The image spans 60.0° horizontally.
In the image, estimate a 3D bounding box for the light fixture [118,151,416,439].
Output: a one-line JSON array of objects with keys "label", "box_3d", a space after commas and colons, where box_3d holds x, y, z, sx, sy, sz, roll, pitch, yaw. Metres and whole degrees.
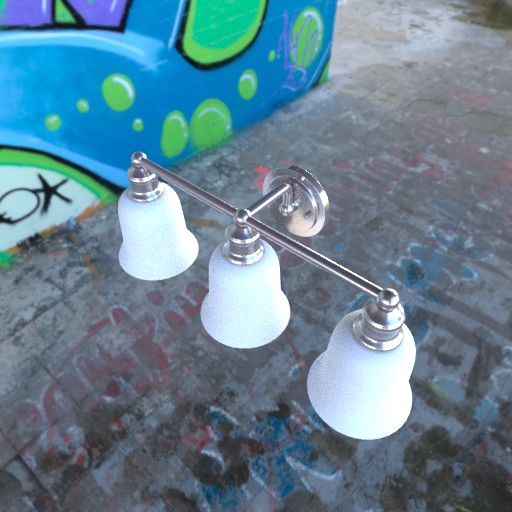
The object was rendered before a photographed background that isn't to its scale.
[{"label": "light fixture", "box_3d": [0.000, 0.000, 0.661, 0.570, 0.211, 0.198, 31, 53, 27]}]
